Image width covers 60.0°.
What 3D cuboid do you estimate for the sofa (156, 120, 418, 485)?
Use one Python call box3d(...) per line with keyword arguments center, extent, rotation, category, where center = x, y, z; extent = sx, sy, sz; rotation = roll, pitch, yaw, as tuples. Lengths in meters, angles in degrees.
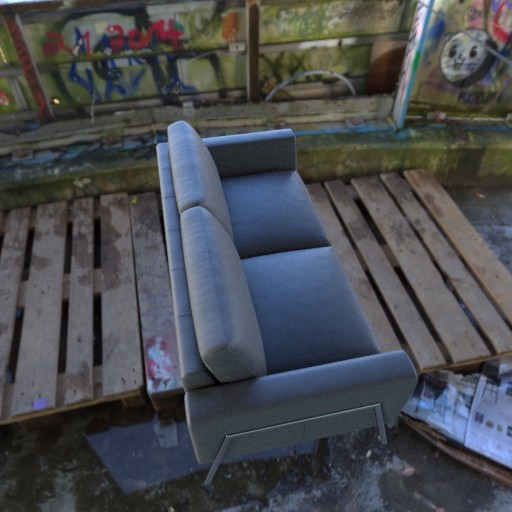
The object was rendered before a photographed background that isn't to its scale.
box3d(center=(0.000, 0.000, 2.528), extent=(0.953, 0.875, 2.017), rotation=(-9, 47, -8), category="sofa")
